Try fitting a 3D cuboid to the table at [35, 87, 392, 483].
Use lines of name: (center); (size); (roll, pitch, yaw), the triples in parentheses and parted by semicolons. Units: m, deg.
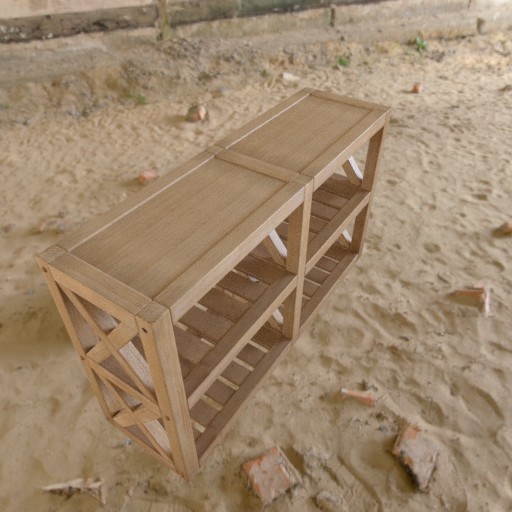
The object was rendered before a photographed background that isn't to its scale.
table: (0.000, 0.000, 1.626); (0.381, 0.762, 1.320); (24, 47, 25)
